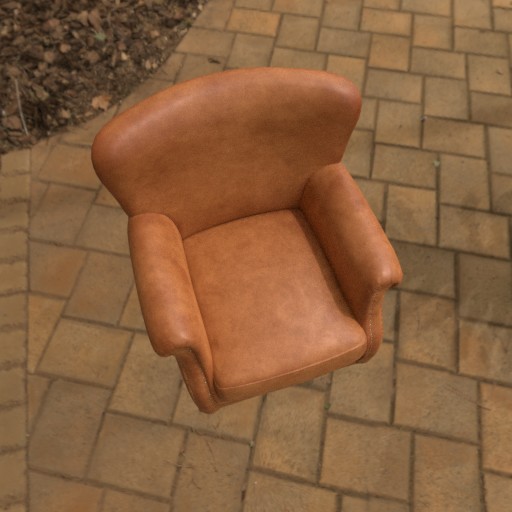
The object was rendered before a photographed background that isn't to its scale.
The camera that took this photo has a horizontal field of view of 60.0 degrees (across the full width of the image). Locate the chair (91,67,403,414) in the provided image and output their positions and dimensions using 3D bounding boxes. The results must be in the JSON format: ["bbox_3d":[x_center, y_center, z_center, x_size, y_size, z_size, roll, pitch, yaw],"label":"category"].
[{"bbox_3d":[0.000,0.000,1.621,0.861,0.936,0.921,-16,64,-8],"label":"chair"}]
